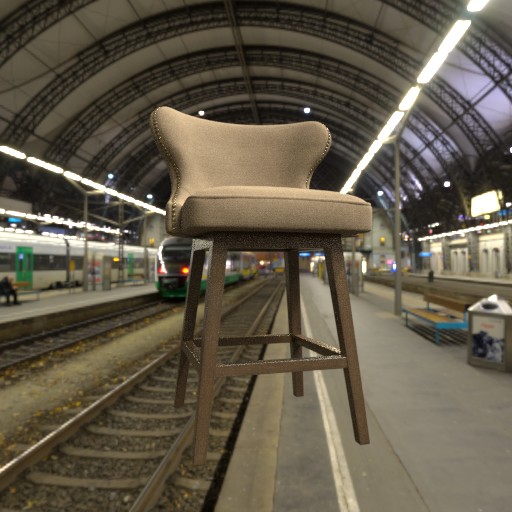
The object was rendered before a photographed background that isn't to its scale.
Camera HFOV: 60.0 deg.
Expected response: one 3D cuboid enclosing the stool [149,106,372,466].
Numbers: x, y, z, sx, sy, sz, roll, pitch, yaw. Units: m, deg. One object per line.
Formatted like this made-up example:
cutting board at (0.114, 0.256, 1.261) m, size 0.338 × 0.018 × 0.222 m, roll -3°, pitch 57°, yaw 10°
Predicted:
stool at (0.000, 0.000, 1.333) m, size 0.615 × 0.972 × 0.597 m, roll 0°, pitch -1°, yaw -16°
